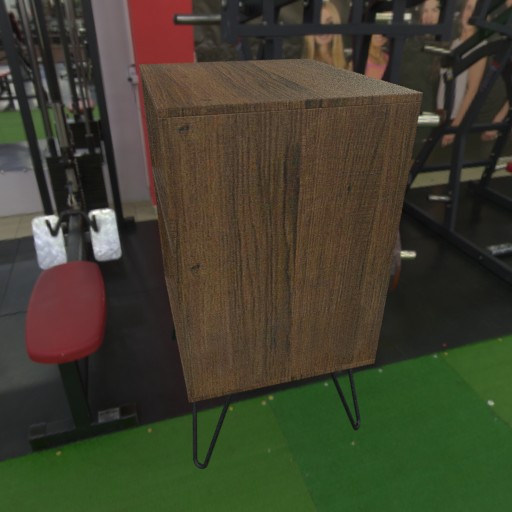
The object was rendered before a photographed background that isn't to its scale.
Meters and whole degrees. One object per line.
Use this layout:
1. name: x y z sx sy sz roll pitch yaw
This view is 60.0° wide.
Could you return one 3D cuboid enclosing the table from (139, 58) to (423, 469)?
1. table: 0.000 0.000 1.140 0.457 0.866 0.526 -8 31 -14
